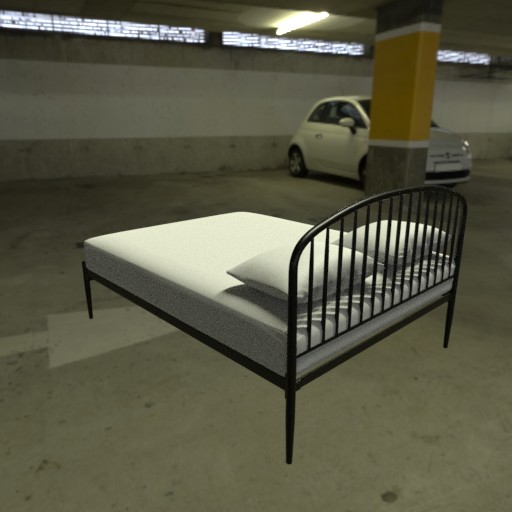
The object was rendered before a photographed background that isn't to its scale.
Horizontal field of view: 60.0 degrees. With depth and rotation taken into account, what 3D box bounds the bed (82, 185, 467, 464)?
[{"bbox_3d":[0.000,0.000,3.095,1.618,1.166,2.159,-15,22,-41],"label":"bed"}]
